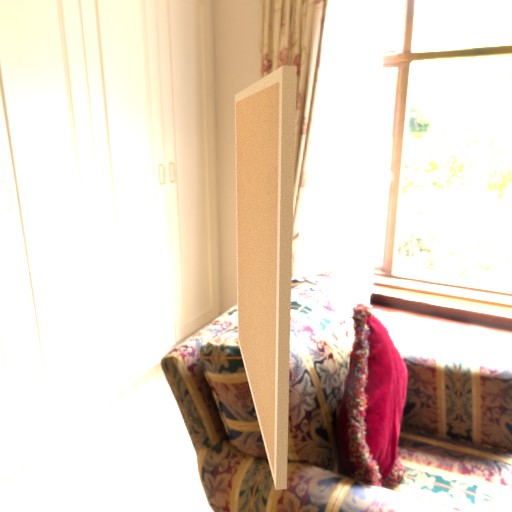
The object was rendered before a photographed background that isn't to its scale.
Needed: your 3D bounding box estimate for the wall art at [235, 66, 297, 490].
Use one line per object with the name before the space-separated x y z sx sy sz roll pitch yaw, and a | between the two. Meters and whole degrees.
wall art | 0.000 0.000 0.633 0.013 0.456 0.382 -2 16 -9
